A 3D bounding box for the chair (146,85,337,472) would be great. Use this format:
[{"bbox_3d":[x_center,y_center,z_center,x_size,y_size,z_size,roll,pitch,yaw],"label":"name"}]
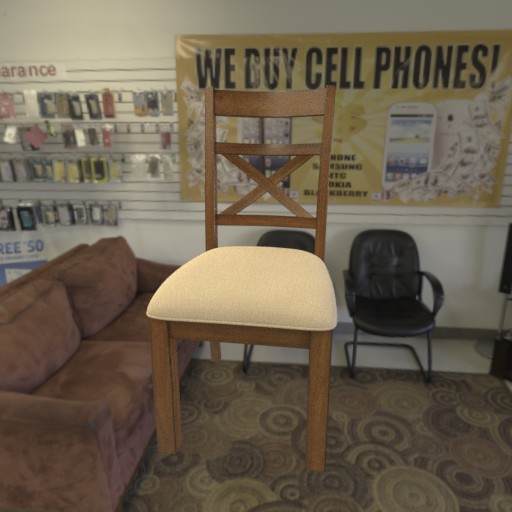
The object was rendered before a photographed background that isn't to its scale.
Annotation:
[{"bbox_3d":[0.000,0.000,1.268,0.461,0.949,0.581,3,17,9],"label":"chair"}]
